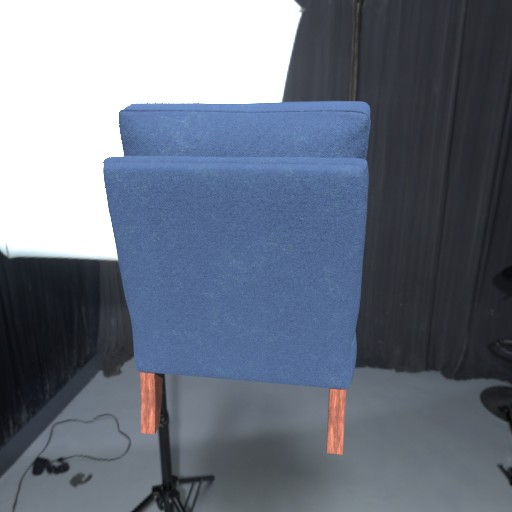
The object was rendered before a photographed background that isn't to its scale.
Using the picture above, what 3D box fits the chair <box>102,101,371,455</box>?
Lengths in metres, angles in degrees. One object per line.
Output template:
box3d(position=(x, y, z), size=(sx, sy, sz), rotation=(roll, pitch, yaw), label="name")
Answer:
box3d(position=(0.000, 0.000, 1.636), size=(0.724, 1.052, 0.912), rotation=(2, 16, 9), label="chair")
